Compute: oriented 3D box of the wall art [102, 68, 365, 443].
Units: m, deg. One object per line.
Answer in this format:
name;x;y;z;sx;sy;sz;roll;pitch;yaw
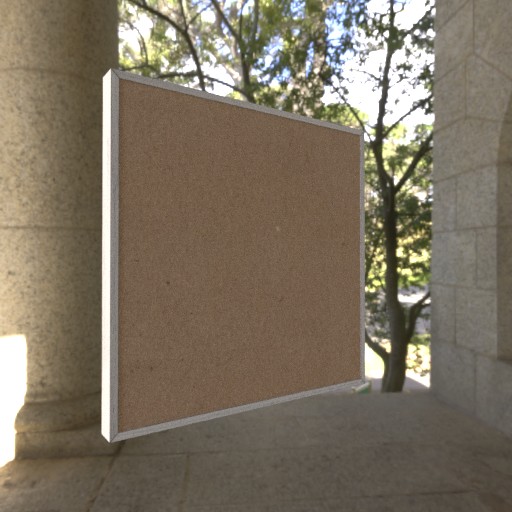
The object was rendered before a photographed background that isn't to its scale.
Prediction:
wall art;0.000;0.000;0.761;0.508;0.508;0.038;0;-1;-35
